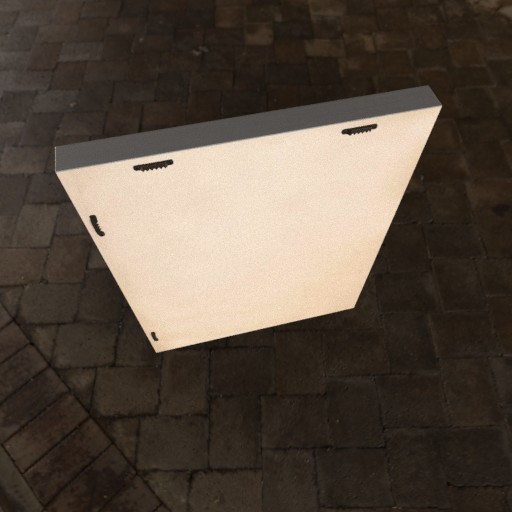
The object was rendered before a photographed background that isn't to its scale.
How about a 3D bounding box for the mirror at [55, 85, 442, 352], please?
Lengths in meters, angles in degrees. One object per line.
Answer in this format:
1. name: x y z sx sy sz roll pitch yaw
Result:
1. mirror: 0.000 0.000 0.675 0.405 0.508 0.041 -12 59 -7
